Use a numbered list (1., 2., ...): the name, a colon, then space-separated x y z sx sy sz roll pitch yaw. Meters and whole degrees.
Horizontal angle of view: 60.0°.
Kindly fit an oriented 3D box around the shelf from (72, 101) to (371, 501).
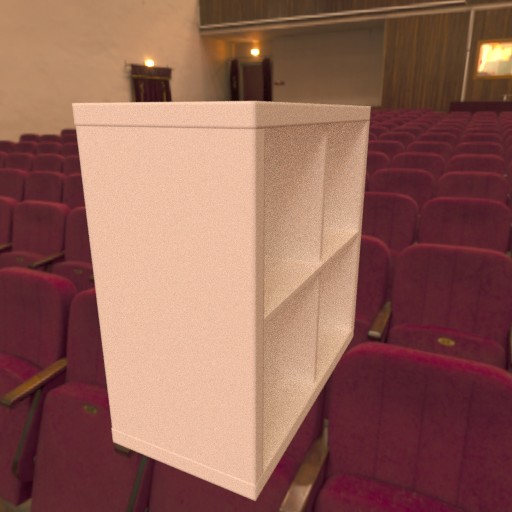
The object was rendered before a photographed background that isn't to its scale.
1. shelf: 0.000 0.000 1.220 0.390 0.786 0.790 9 20 25
